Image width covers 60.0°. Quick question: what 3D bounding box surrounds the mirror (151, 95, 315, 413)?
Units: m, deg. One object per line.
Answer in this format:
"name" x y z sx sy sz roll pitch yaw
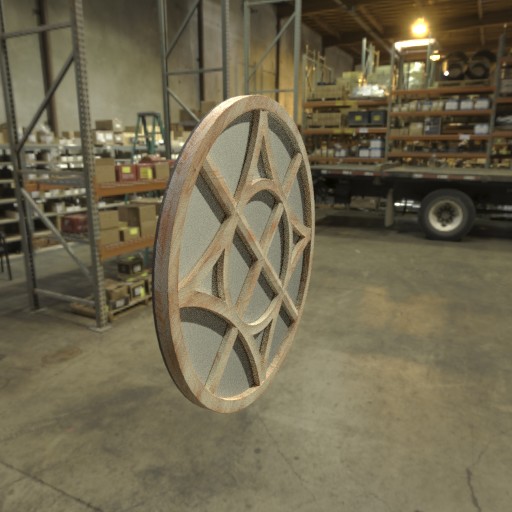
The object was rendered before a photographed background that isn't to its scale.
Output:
"mirror" 0.000 0.000 1.042 0.038 0.710 0.710 7 16 26
